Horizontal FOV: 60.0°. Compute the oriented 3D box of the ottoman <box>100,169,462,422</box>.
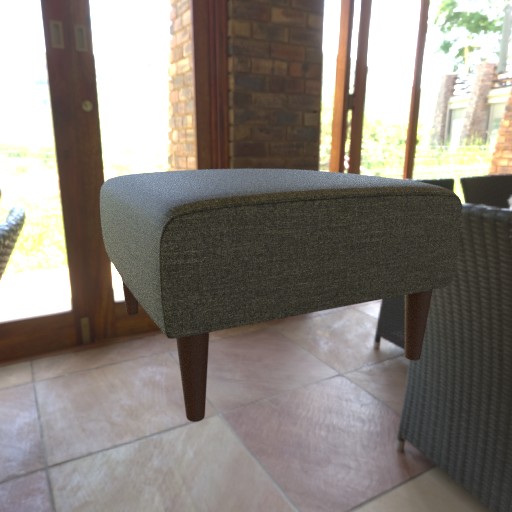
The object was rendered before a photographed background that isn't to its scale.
[{"bbox_3d":[0.000,0.000,1.073,0.648,0.399,0.655,-7,15,-25],"label":"ottoman"}]
